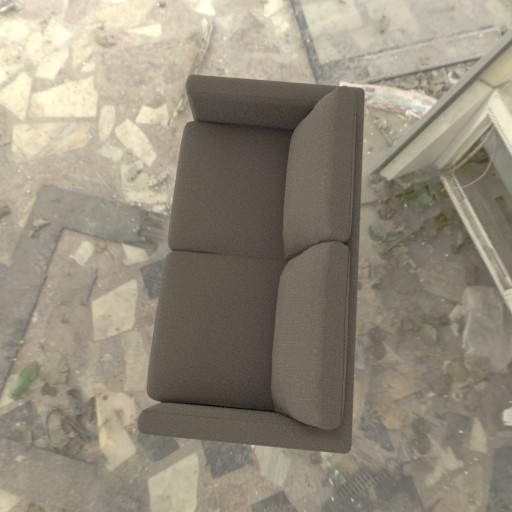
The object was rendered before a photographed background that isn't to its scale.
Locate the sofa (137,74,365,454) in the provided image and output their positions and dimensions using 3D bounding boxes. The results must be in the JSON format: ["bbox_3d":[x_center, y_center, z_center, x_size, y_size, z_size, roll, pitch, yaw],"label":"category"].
[{"bbox_3d":[0.000,0.000,2.247,0.940,0.866,1.713,5,76,1],"label":"sofa"}]
